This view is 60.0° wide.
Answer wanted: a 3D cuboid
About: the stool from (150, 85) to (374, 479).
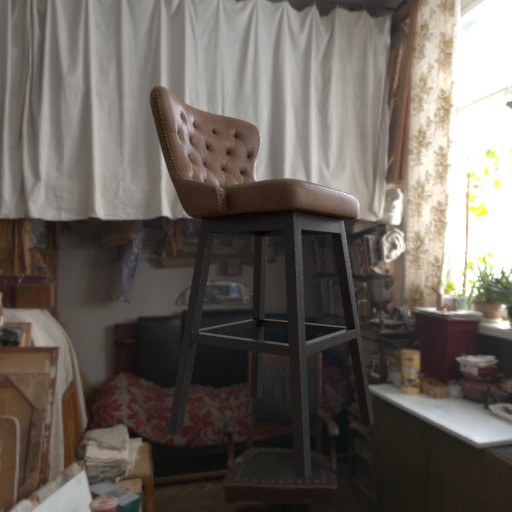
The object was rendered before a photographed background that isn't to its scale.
[{"bbox_3d":[0.000,0.000,1.396,0.601,1.050,0.528,0,0,36],"label":"stool"}]
